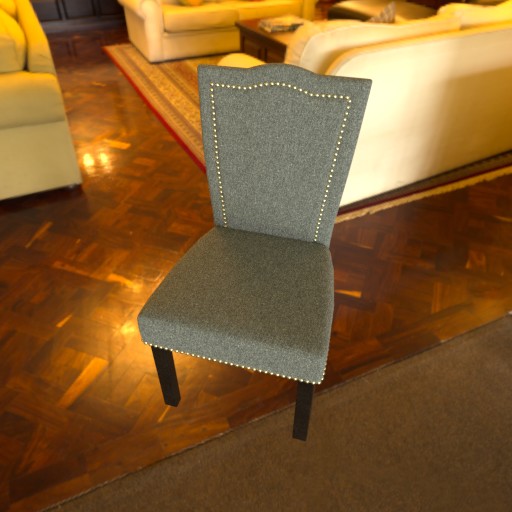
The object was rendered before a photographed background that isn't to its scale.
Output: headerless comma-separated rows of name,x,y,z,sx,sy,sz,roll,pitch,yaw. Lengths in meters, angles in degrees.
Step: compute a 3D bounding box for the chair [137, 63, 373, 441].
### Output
chair,0.000,0.000,1.312,0.518,0.946,0.589,10,41,12
